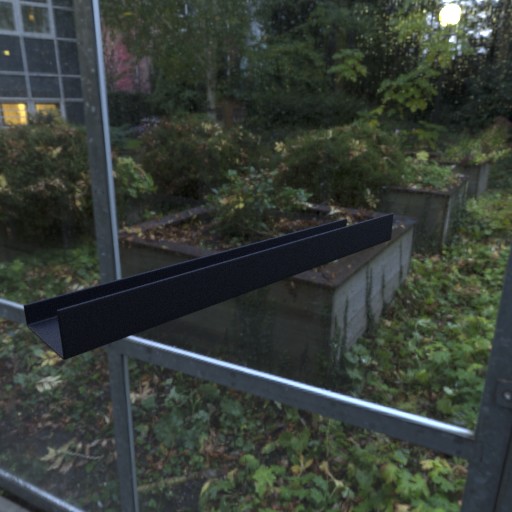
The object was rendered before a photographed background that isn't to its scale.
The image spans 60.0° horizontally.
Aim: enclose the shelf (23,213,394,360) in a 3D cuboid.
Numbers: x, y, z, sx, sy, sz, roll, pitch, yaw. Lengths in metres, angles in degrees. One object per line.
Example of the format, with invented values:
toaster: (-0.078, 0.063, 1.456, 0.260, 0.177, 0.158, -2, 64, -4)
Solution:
shelf: (0.000, 0.000, 0.646, 0.605, 0.053, 0.102, -17, 24, -42)
